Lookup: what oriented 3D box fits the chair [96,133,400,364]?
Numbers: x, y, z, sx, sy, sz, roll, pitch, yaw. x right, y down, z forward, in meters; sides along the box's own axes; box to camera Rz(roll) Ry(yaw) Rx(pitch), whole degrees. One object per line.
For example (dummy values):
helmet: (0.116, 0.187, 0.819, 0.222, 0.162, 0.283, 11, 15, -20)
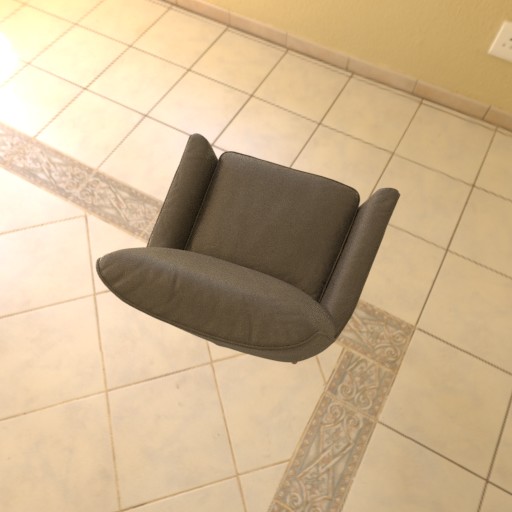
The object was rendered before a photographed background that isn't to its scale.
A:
chair: (0.000, 0.000, 1.457, 0.787, 0.888, 0.822, 18, 64, 9)
